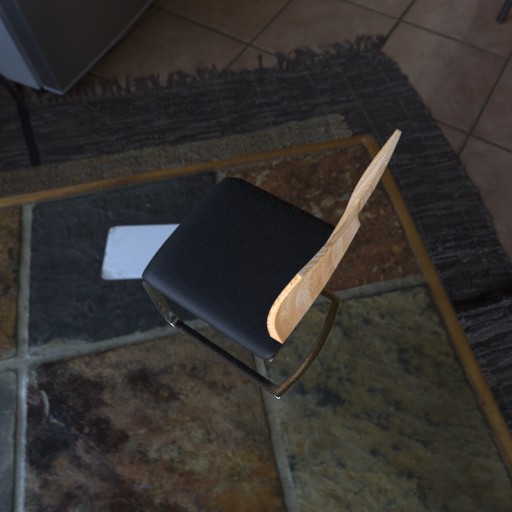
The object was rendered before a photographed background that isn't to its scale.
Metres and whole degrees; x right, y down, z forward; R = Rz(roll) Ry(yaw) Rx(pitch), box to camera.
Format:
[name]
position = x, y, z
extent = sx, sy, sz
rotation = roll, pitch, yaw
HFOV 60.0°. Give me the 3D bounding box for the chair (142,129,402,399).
[chair]
position = 0.000, 0.000, 1.266
extent = 0.560, 0.936, 0.462
rotation = 31, 67, 15
